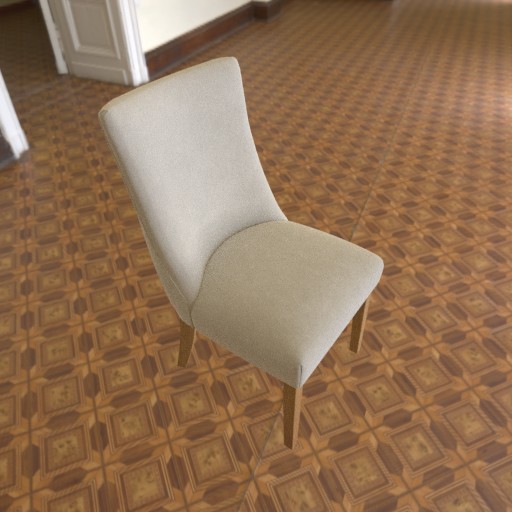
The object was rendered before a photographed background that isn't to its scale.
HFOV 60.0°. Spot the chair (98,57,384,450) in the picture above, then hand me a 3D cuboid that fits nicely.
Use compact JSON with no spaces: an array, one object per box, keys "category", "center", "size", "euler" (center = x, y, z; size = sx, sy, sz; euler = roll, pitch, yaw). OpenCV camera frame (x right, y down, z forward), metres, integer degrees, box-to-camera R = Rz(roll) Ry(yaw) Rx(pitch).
[{"category":"chair","center":[0.000,0.000,1.271],"size":[0.610,0.902,0.495],"euler":[25,47,26]}]
